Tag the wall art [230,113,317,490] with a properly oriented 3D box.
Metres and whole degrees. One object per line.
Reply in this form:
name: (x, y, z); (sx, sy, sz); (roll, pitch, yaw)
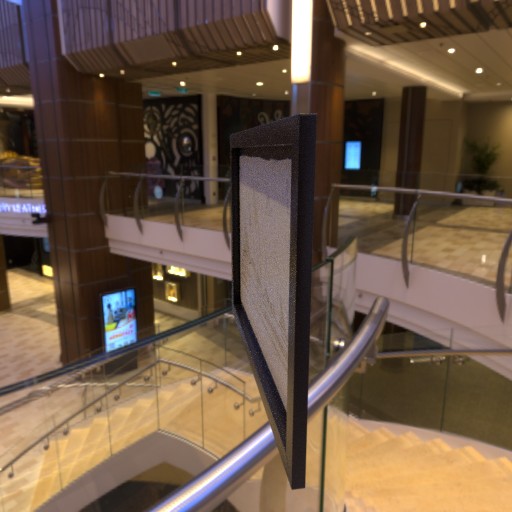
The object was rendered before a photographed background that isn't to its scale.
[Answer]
wall art: (0.000, 0.000, 0.554); (0.013, 0.306, 0.440); (-2, 14, -9)
